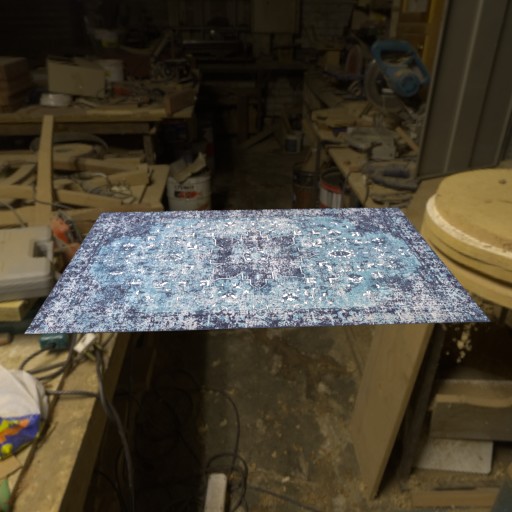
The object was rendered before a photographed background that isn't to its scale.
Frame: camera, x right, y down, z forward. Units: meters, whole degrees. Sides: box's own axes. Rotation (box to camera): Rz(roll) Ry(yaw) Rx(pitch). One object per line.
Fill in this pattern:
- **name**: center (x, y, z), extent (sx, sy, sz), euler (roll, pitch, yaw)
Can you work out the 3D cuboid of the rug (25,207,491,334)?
- **rug**: center (0.000, 0.000, 2.973), extent (2.440, 0.007, 1.525), euler (-1, 30, -2)
